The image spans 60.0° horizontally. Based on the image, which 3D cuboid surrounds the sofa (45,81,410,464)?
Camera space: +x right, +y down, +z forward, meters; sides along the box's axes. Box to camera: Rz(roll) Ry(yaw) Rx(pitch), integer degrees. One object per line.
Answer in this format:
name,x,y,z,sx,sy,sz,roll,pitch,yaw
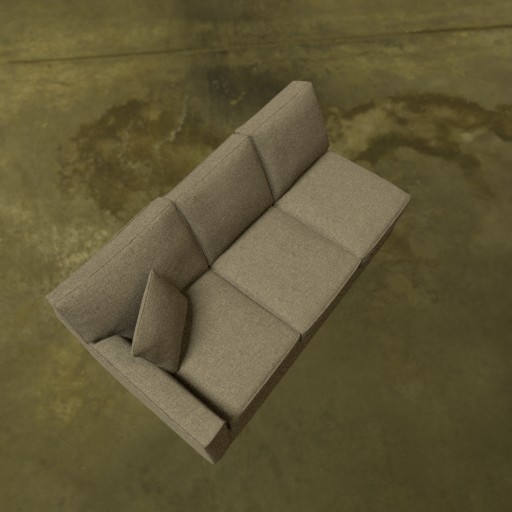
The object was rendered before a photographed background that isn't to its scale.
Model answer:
sofa,0.000,0.000,2.581,1.034,0.946,1.963,34,64,19
